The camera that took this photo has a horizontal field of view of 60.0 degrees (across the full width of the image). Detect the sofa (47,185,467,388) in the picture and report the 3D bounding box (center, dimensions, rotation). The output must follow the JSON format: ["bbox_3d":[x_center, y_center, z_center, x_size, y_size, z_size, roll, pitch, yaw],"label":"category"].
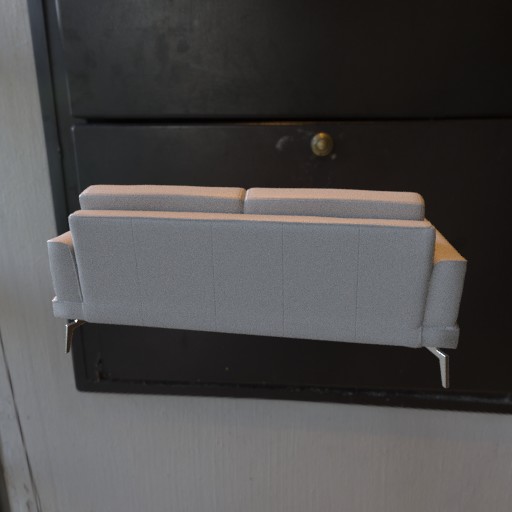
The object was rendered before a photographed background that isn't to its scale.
[{"bbox_3d":[0.000,0.000,2.717,2.177,0.930,1.121,3,17,9],"label":"sofa"}]
